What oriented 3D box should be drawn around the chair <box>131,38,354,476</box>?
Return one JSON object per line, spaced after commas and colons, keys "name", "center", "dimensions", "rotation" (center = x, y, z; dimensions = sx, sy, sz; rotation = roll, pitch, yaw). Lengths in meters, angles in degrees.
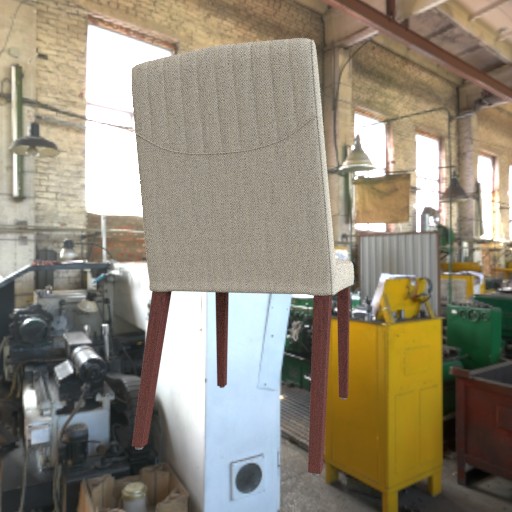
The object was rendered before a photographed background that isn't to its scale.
{"name": "chair", "center": [0.000, 0.000, 1.215], "dimensions": [0.480, 0.900, 0.594], "rotation": [0, 0, 17]}
